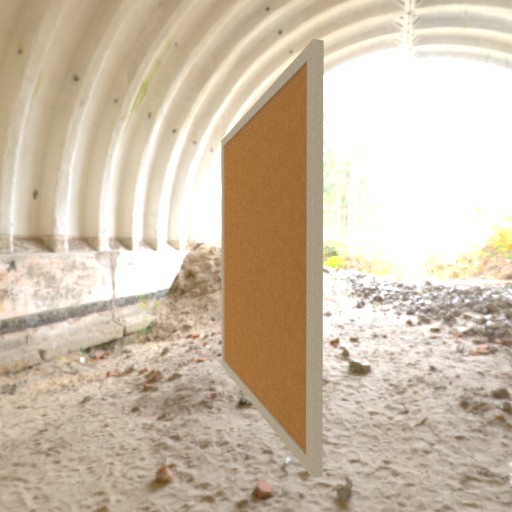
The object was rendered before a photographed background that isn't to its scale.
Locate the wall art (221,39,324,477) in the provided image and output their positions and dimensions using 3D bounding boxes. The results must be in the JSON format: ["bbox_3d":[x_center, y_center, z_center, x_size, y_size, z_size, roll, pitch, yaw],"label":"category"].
[{"bbox_3d":[0.000,0.000,0.683,0.012,0.457,0.457,0,1,-16],"label":"wall art"}]
